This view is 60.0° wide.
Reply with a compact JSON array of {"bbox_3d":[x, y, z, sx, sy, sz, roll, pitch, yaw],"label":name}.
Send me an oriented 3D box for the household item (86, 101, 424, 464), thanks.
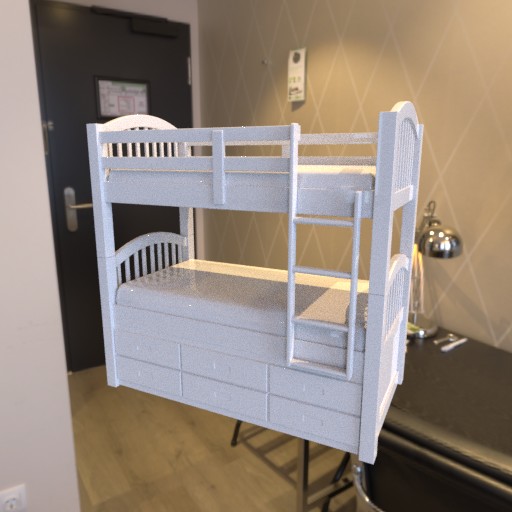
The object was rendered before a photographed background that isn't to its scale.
[{"bbox_3d":[0.000,0.000,3.222,2.032,2.032,1.143,6,14,26],"label":"household item"}]
